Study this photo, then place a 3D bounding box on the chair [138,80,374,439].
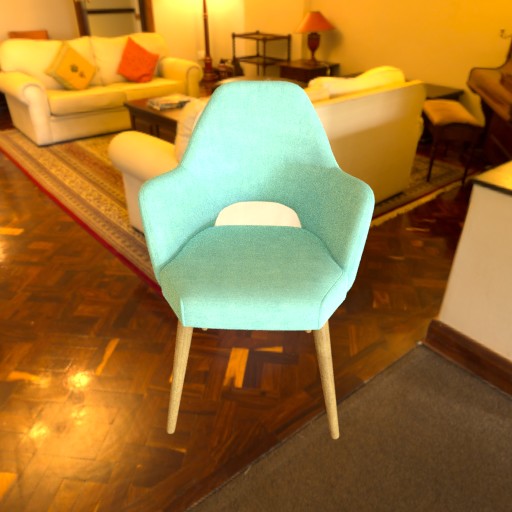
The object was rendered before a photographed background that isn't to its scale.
[{"bbox_3d":[0.000,0.000,1.254,0.590,0.840,0.610,1,31,2],"label":"chair"}]
